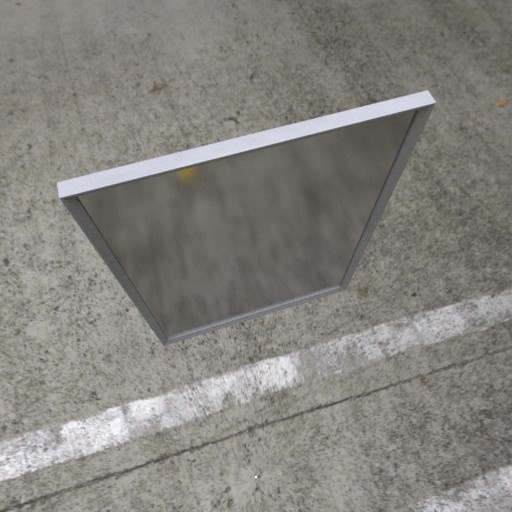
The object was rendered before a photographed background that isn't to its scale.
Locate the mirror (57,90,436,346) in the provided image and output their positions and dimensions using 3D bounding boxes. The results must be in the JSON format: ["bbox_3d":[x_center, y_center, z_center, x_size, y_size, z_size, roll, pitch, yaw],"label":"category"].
[{"bbox_3d":[0.000,0.000,1.317,0.762,1.016,0.041,-16,65,-8],"label":"mirror"}]
